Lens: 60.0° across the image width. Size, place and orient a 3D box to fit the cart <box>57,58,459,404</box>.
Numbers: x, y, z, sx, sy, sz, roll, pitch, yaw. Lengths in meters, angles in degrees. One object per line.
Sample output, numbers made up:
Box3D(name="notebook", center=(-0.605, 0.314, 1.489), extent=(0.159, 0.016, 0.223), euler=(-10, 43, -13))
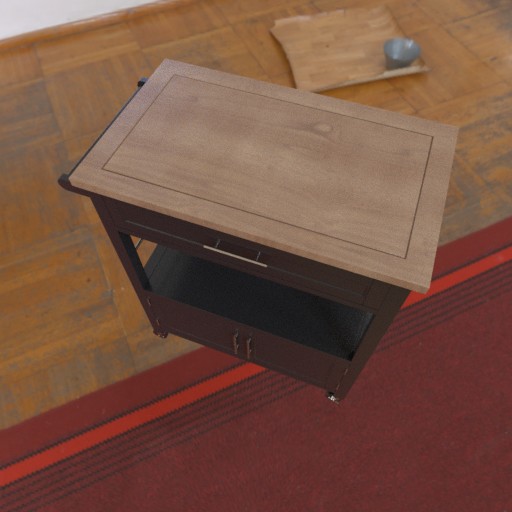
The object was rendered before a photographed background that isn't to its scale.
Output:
Box3D(name="cart", center=(0.000, 0.000, 1.375), extent=(0.840, 0.901, 0.459), euler=(17, 59, 11))
